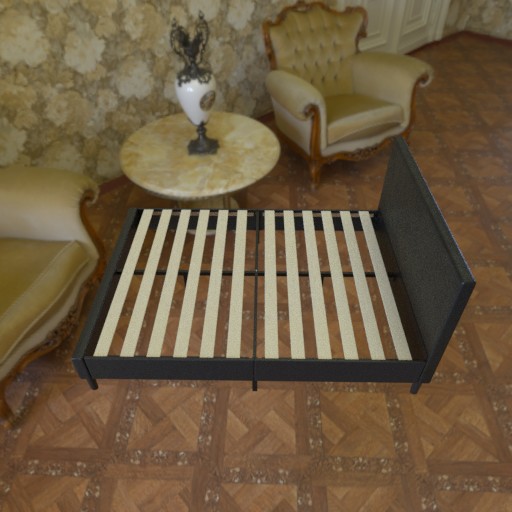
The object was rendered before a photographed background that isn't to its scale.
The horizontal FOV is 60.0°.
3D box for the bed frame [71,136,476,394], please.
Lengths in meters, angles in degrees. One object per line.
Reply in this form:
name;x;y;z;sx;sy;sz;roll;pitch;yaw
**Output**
bed frame;0.000;0.000;3.287;2.318;1.127;1.634;1;42;1
